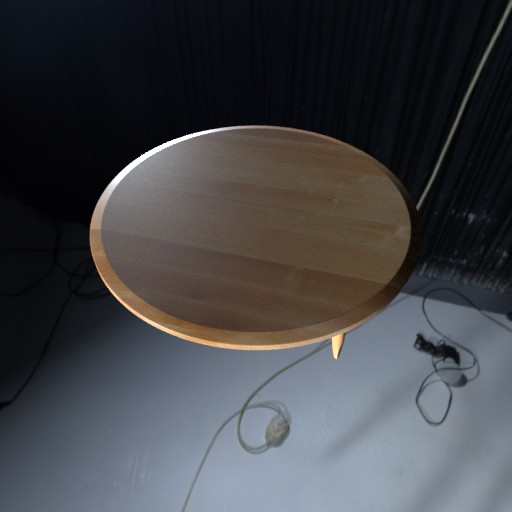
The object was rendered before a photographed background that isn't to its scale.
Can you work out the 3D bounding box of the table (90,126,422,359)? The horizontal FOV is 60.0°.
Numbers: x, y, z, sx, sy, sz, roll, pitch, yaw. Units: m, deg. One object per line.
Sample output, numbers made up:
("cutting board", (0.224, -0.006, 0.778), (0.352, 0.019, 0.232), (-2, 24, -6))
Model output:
("table", (0.000, 0.000, 1.380), (0.900, 0.400, 0.900), (0, 46, 0))
